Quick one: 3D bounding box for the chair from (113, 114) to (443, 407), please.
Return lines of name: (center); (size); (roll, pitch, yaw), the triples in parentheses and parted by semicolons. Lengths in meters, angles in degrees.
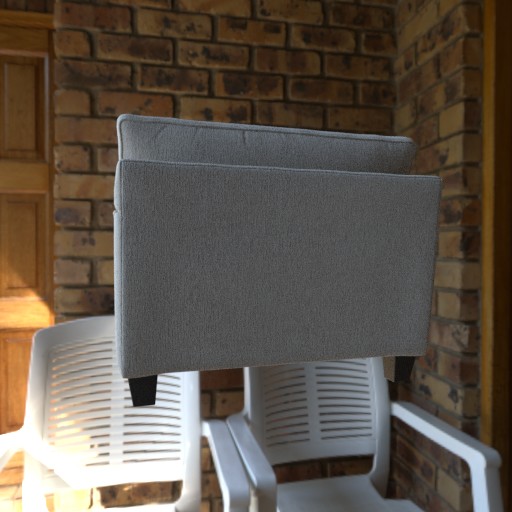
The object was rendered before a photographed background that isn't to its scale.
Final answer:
chair: (0.000, 0.000, 2.009); (1.220, 1.016, 1.041); (0, 1, -16)
